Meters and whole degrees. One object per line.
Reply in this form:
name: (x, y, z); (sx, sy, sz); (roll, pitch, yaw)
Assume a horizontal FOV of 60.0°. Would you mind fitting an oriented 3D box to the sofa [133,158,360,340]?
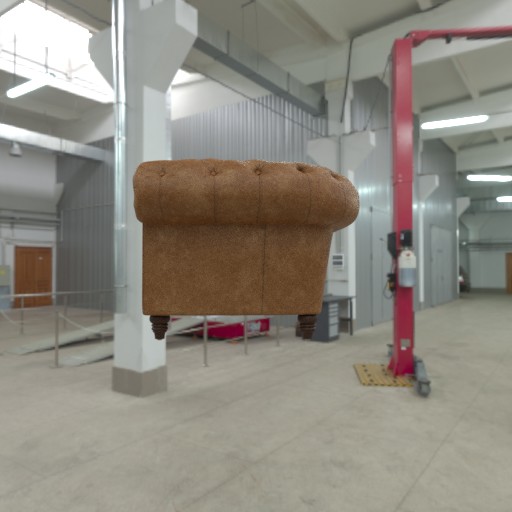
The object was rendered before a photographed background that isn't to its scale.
sofa: (0.000, 0.000, 2.845); (0.989, 0.760, 2.365); (0, -1, 0)
